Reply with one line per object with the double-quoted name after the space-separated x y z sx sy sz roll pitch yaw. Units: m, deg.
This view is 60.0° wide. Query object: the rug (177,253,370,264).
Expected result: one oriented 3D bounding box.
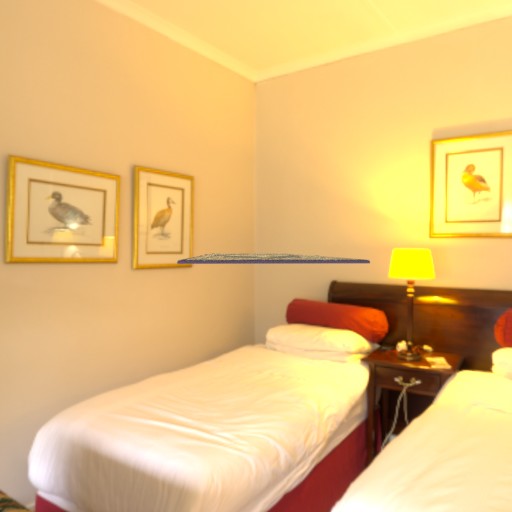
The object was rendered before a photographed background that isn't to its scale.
0.000 0.000 2.498 0.602 0.016 2.283 0 1 -3 "rug"
